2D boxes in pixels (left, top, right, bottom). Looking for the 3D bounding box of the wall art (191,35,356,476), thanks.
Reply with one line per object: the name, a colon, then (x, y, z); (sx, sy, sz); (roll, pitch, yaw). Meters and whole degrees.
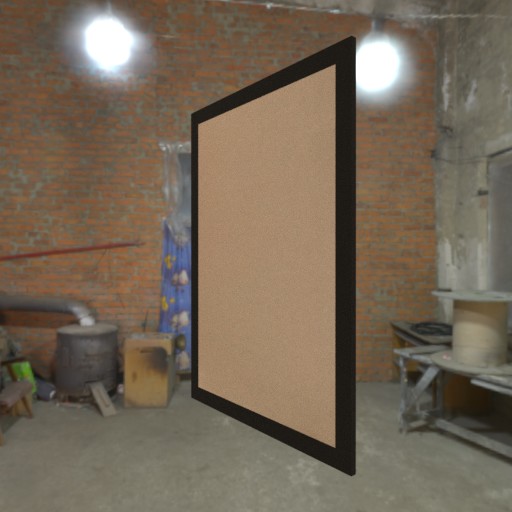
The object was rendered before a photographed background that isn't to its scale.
wall art: (0.000, 0.000, 0.683); (0.008, 0.530, 0.379); (0, 0, -39)
